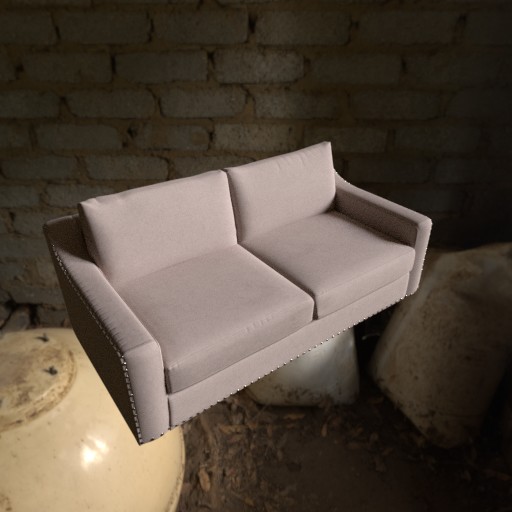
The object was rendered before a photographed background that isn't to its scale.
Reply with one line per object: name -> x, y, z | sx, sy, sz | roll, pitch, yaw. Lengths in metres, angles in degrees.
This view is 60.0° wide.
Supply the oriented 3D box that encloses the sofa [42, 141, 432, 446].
sofa -> 0.000, 0.000, 2.557 | 1.967, 0.901, 1.030 | -21, 37, -31
